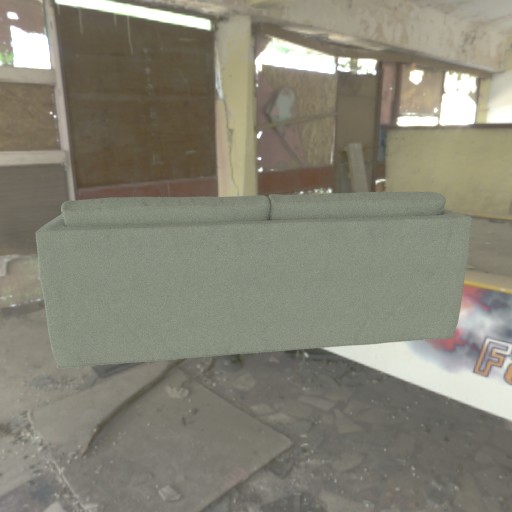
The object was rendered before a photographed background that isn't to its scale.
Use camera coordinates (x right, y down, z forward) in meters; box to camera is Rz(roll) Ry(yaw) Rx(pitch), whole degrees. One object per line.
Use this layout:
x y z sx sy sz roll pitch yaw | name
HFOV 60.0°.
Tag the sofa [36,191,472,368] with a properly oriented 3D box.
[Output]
0.000 0.000 2.786 2.312 0.853 0.962 -2 16 -9 | sofa
